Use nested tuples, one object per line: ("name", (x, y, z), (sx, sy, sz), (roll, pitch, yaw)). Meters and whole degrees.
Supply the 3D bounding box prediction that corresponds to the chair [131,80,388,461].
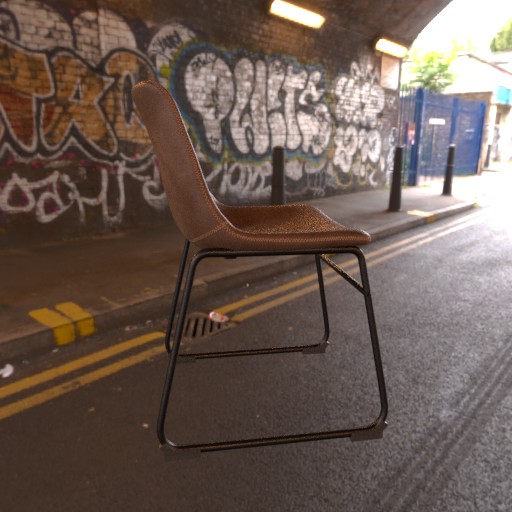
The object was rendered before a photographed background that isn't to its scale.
("chair", (0.000, 0.000, 1.113), (0.551, 0.780, 0.460), (-2, 14, -9))
